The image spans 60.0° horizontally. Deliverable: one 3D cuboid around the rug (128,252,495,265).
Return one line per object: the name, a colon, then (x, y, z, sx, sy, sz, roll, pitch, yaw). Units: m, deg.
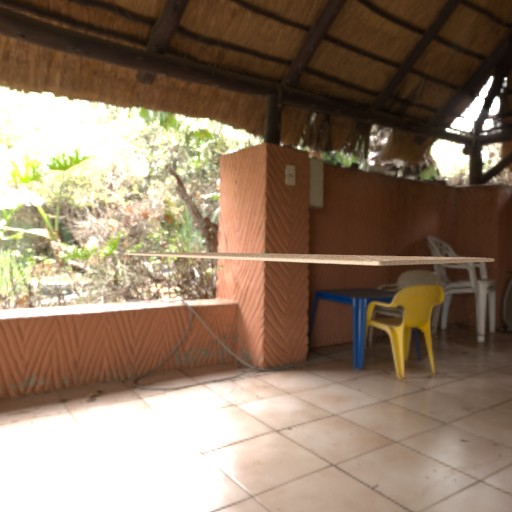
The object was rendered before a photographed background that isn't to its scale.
rug: (0.000, 0.000, 2.459, 0.678, 0.014, 2.276, -1, 1, -35)
